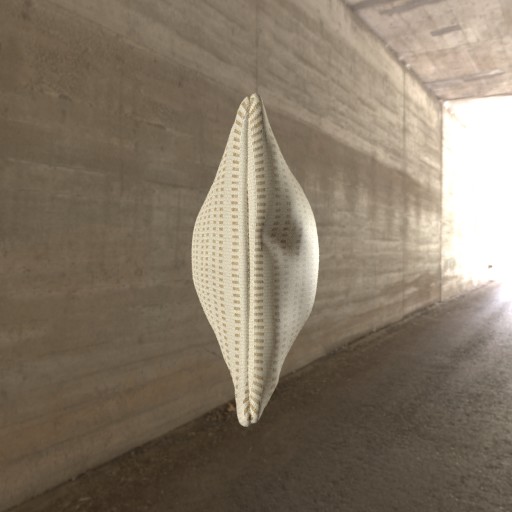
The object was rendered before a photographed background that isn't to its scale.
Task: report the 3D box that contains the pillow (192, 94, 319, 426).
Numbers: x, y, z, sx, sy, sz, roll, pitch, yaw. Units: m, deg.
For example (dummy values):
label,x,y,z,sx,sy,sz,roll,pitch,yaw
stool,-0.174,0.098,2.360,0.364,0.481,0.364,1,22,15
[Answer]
label,x,y,z,sx,sy,sz,roll,pitch,yaw
pillow,0.000,0.000,0.782,0.210,0.353,0.640,0,1,-1
